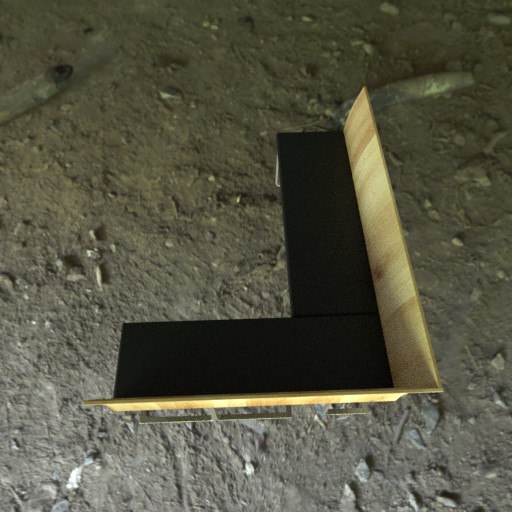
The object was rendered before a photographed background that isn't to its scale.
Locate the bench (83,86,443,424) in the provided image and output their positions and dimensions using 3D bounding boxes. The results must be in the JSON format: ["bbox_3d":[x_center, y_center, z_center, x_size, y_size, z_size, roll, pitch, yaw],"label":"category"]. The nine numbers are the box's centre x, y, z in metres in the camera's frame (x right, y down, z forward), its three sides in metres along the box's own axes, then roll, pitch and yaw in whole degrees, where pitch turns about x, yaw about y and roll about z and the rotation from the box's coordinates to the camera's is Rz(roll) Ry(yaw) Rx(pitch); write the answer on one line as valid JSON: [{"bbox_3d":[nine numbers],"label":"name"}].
[{"bbox_3d":[0.000,0.000,2.736,1.495,0.930,1.945,-2,59,-1],"label":"bench"}]
